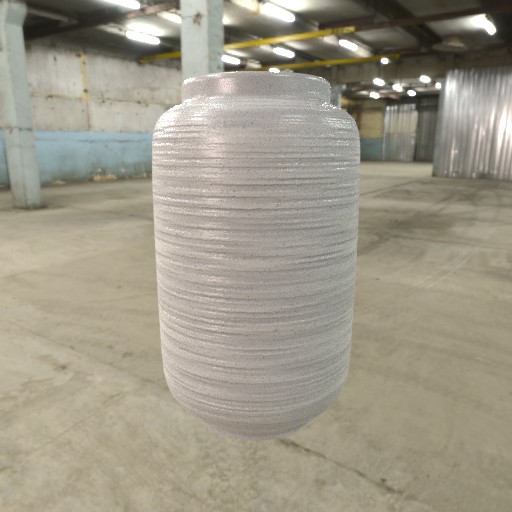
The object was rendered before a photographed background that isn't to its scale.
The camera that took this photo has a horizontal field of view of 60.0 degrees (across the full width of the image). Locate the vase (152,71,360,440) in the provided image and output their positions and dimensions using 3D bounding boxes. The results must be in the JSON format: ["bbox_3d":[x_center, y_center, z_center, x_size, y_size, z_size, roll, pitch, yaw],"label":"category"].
[{"bbox_3d":[0.000,0.000,0.457,0.202,0.335,0.202,0,14,0],"label":"vase"}]
